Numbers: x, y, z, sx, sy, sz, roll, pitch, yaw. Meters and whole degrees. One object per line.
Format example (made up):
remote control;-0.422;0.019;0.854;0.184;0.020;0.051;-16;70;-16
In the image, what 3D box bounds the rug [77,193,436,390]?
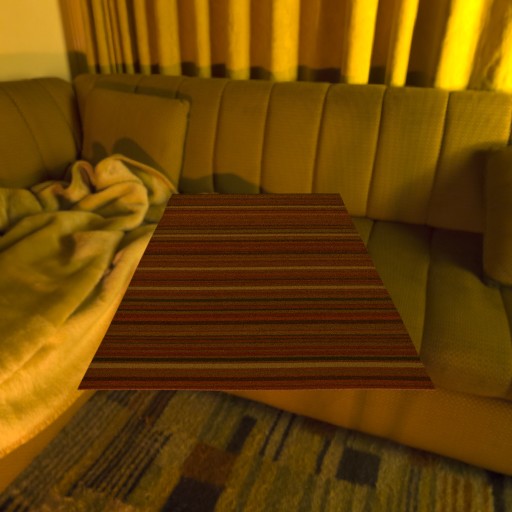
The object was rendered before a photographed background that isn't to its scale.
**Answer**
rug;0.000;0.000;2.950;1.523;0.008;2.438;0;28;0
